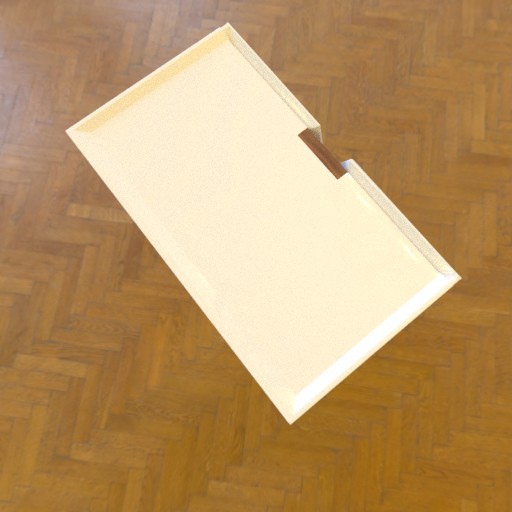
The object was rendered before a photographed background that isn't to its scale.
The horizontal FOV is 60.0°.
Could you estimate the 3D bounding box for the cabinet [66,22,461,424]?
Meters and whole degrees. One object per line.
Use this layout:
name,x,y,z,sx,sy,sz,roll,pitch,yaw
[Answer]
cabinet,0.000,0.000,1.085,0.344,0.772,0.591,-38,80,-8
